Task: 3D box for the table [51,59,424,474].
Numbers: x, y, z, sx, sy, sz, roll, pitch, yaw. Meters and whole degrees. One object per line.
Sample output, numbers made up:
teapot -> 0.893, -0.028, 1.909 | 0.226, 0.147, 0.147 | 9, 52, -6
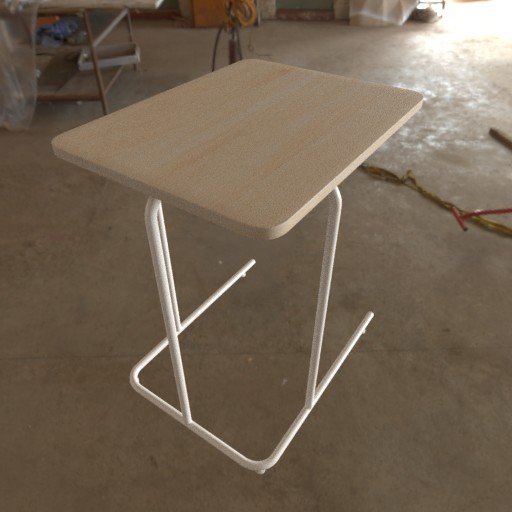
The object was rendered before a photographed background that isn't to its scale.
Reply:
table -> 0.000, 0.000, 0.843 | 0.370, 0.550, 0.480 | 24, 45, 26
